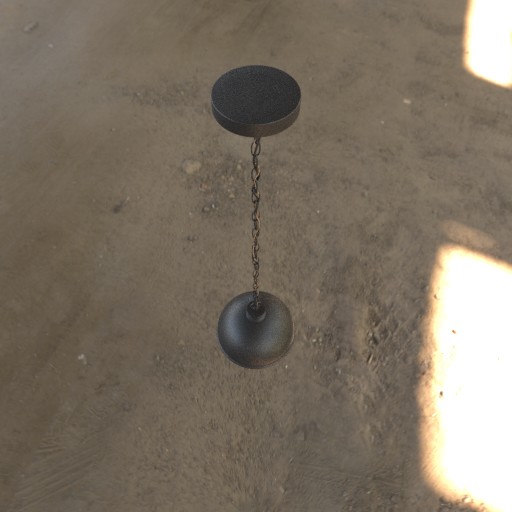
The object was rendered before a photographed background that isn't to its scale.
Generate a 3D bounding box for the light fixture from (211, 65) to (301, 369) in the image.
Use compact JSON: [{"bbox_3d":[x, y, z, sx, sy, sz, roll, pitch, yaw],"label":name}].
[{"bbox_3d":[0.000,0.000,1.244,0.304,1.090,0.304,-15,59,-9],"label":"light fixture"}]
